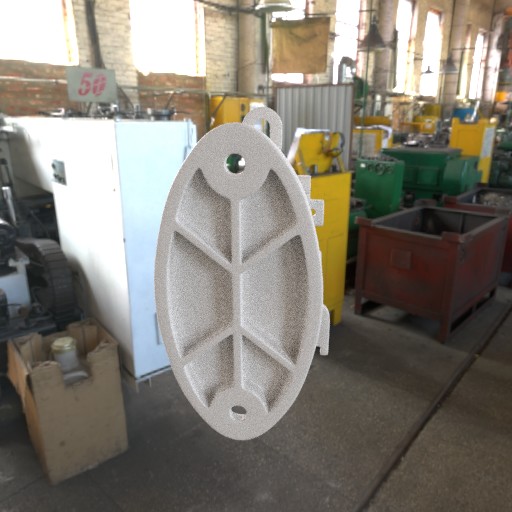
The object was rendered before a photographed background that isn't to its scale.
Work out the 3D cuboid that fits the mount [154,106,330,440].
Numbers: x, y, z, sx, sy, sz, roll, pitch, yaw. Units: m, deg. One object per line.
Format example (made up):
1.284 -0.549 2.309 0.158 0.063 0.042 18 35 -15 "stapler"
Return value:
0.000 0.000 0.184 0.066 0.118 0.100 2 18 6 "mount"
